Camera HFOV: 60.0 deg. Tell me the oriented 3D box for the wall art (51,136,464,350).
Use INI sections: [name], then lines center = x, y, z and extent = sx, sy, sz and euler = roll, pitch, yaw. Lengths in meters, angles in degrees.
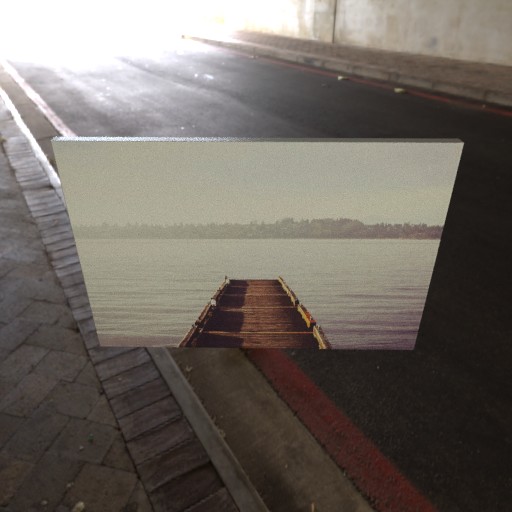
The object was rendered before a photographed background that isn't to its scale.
[wall art]
center = 0.000, 0.000, 0.773
extent = 0.615, 0.410, 0.021
euler = 0, 31, 1
